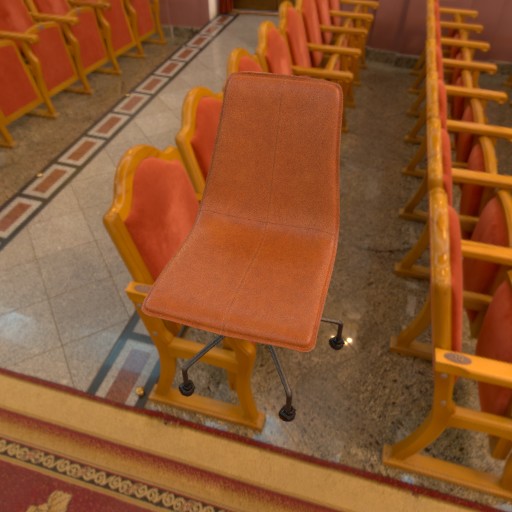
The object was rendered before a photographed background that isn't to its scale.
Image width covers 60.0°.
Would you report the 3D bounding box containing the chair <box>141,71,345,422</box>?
[{"bbox_3d":[0.000,0.000,1.390,0.651,0.920,0.660,11,43,12],"label":"chair"}]
